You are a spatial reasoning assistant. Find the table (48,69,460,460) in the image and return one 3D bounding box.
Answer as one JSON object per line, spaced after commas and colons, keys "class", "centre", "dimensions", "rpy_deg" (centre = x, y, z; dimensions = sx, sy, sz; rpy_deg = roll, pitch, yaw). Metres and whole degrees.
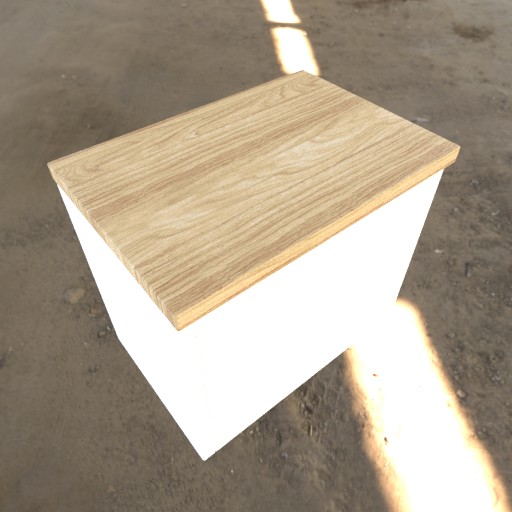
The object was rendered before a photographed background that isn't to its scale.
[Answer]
{"class": "table", "centre": [0.000, 0.000, 0.810], "dimensions": [0.500, 0.440, 0.360], "rpy_deg": [-30, 53, -26]}
